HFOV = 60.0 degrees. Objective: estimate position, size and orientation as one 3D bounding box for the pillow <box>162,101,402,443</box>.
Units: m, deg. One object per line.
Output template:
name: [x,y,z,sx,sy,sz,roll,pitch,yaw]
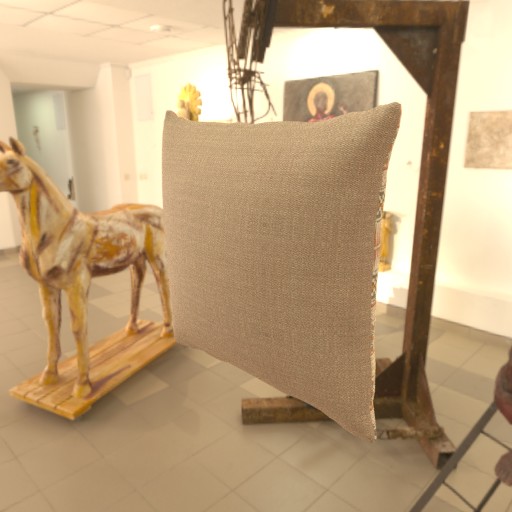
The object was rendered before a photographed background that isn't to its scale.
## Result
pillow: [0.000,0.000,0.803,0.521,0.519,0.215,15,21,42]
